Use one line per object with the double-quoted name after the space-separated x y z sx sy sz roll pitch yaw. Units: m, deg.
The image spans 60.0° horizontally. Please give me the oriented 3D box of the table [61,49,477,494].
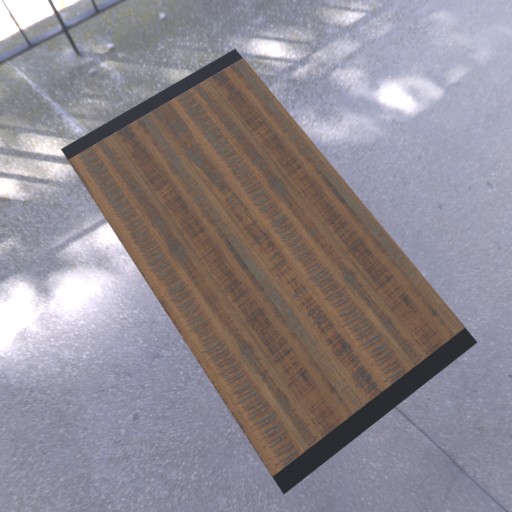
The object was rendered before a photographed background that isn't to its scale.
0.000 0.000 1.671 0.750 0.400 1.350 -34 77 -9 "table"
